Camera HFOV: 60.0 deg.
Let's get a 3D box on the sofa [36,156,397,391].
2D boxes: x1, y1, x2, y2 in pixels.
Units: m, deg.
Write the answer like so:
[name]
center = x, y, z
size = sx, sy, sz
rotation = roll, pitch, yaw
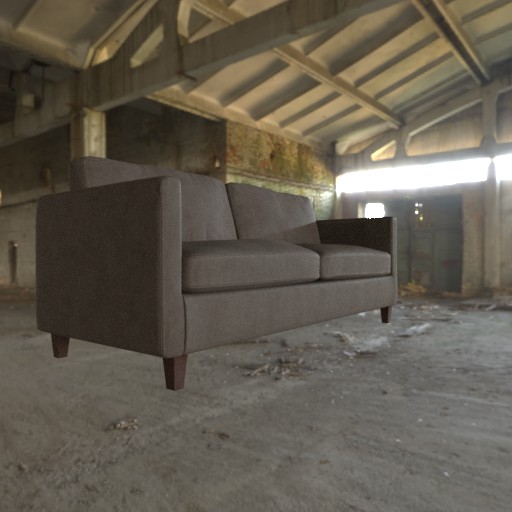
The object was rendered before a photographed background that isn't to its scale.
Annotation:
[sofa]
center = 0.000, 0.000, 2.650
size = 0.951, 0.965, 2.208
rotation = 0, 0, 38
